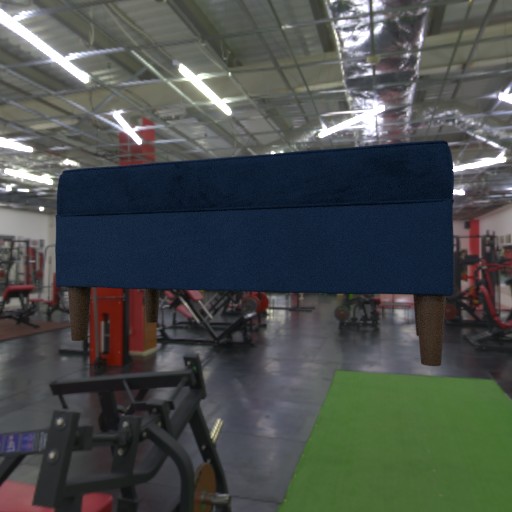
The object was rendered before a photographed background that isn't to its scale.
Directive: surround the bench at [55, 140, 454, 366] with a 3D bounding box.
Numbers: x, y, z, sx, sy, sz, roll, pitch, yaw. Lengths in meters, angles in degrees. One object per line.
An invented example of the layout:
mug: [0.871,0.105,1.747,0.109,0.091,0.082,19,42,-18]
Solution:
bench: [0.000,0.000,1.270,1.010,0.467,0.489,0,-1,18]
